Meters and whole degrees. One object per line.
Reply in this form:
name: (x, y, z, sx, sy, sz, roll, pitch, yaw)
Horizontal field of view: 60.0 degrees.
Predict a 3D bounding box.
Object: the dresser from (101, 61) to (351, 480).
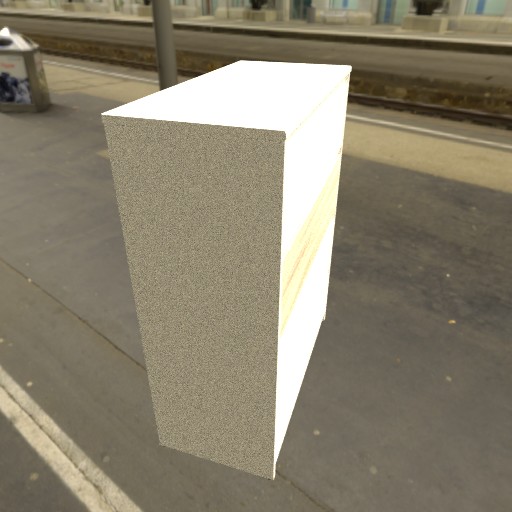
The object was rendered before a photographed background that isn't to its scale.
dresser: (0.000, 0.000, 1.419, 0.380, 1.040, 0.800, 10, 32, 16)
